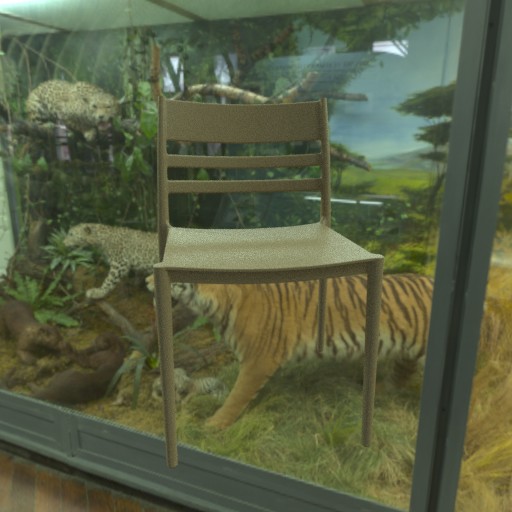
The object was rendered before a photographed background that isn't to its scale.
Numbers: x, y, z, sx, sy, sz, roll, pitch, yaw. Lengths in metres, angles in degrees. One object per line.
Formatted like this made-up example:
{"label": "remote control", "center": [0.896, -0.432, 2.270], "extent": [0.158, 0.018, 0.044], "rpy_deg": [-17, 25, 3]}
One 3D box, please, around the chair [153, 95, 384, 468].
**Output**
{"label": "chair", "center": [0.000, 0.000, 1.131], "extent": [0.531, 0.800, 0.511], "rpy_deg": [-2, 15, -8]}
